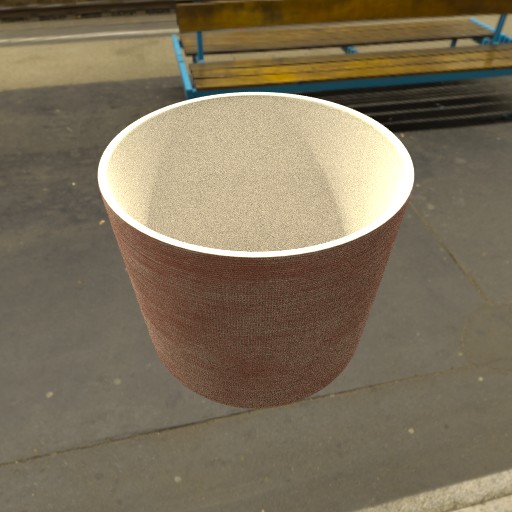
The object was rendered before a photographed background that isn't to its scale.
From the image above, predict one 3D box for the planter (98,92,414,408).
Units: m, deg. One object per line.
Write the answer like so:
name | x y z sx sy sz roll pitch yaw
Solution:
planter | 0.000 0.000 0.769 0.440 0.398 0.440 0 42 0
